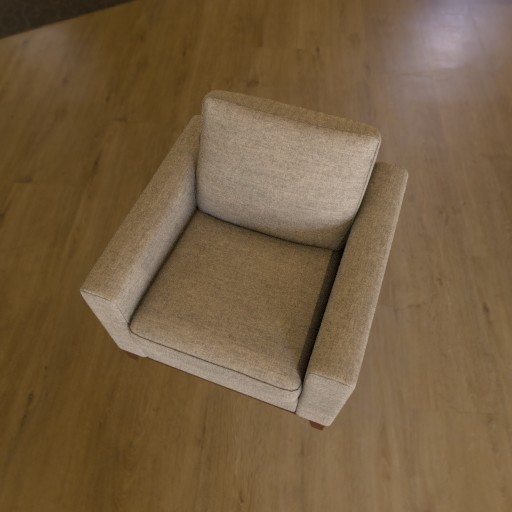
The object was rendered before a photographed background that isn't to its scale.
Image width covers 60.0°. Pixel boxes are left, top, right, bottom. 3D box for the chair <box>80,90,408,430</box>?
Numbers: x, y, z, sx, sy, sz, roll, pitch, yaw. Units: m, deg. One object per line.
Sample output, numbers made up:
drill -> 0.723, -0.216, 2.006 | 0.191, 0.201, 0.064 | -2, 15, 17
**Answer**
chair -> 0.000, 0.000, 1.894 | 1.024, 1.010, 1.038 | 17, 59, 11
